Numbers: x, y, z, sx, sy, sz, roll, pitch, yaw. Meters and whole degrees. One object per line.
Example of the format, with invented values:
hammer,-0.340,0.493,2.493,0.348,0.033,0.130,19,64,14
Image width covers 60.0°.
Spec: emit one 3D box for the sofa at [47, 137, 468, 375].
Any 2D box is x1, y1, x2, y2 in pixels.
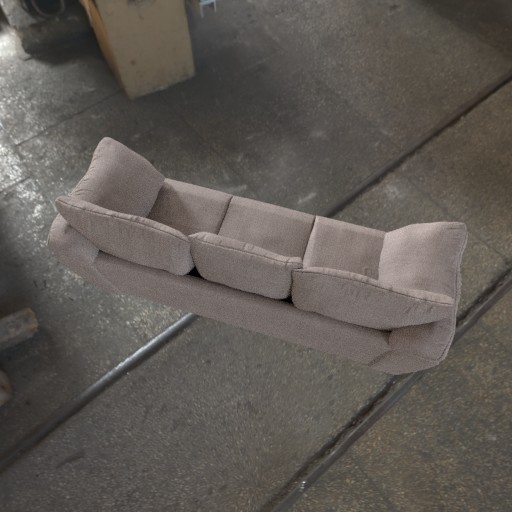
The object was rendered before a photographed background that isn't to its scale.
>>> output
sofa,0.000,0.000,2.786,2.334,0.996,0.878,15,63,8
